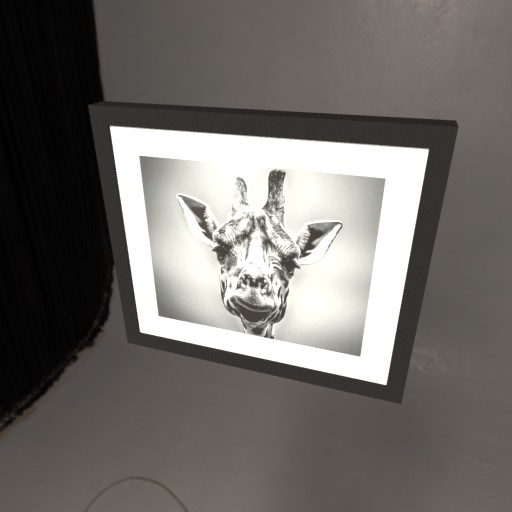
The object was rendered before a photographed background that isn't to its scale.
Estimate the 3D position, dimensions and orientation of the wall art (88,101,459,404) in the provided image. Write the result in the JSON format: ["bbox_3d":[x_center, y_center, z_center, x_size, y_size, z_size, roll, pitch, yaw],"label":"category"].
[{"bbox_3d":[0.000,0.000,0.527,0.381,0.330,0.031,9,29,16],"label":"wall art"}]
